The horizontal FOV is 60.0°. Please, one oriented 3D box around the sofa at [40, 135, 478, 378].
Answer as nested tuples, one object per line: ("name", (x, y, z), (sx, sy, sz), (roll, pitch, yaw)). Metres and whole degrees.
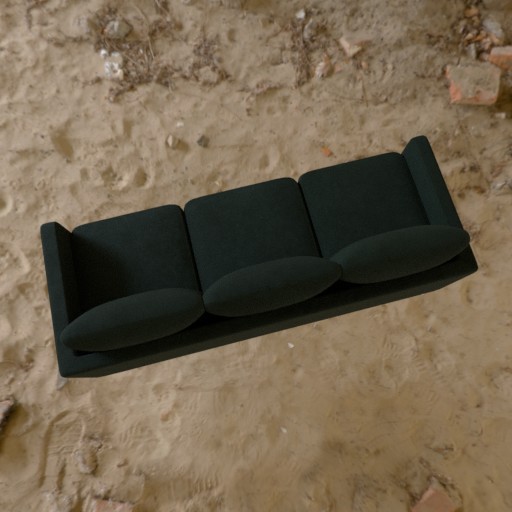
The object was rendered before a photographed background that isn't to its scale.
("sofa", (0.000, 0.000, 2.573), (2.218, 0.870, 0.859), (-14, 75, -4))
